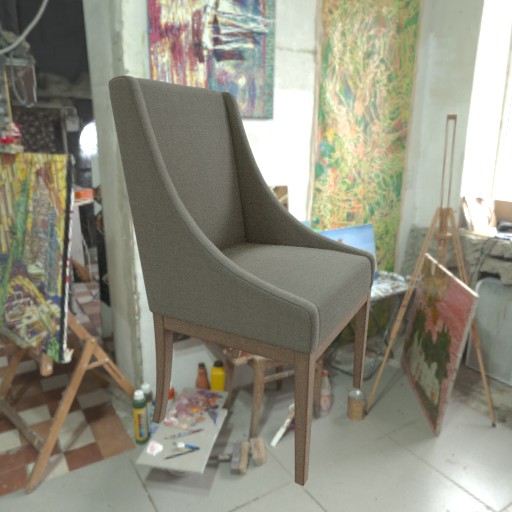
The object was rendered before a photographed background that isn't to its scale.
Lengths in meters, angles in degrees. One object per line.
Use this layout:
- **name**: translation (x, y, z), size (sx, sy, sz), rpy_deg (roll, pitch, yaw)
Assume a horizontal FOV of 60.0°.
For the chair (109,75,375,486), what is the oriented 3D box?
- **chair**: translation (0.000, 0.000, 1.370), size (0.611, 1.021, 0.575), rpy_deg (8, 17, 27)
